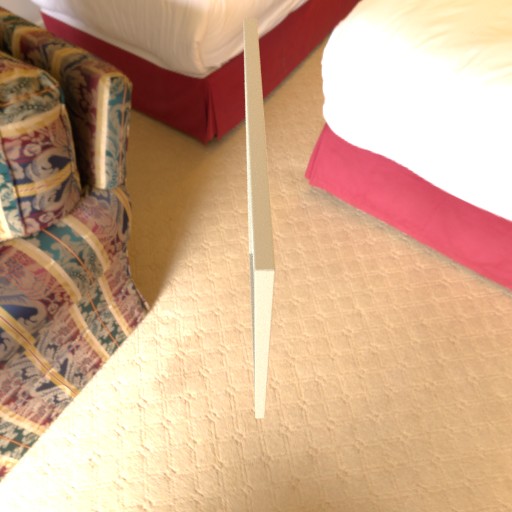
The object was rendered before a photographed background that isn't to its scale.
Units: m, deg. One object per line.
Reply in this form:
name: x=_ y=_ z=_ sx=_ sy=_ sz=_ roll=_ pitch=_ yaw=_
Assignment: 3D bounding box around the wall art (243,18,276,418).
wall art: x=0.000 y=0.000 z=1.507 sx=0.038 sy=1.183 sz=0.808 roll=-2 pitch=58 yaw=-1
